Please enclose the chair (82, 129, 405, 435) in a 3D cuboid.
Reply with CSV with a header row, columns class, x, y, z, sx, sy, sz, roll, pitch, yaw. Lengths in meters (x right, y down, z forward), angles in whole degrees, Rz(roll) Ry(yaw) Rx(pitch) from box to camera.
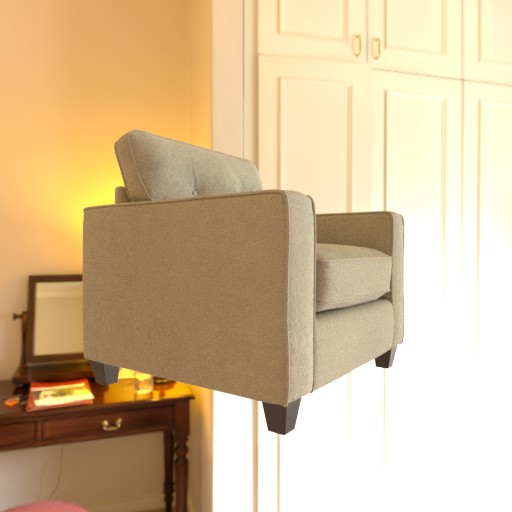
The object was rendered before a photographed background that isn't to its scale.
class,x,y,z,sx,sy,sz,roll,pitch,yaw
chair,0.000,0.000,1.805,0.939,0.965,1.015,1,1,36
